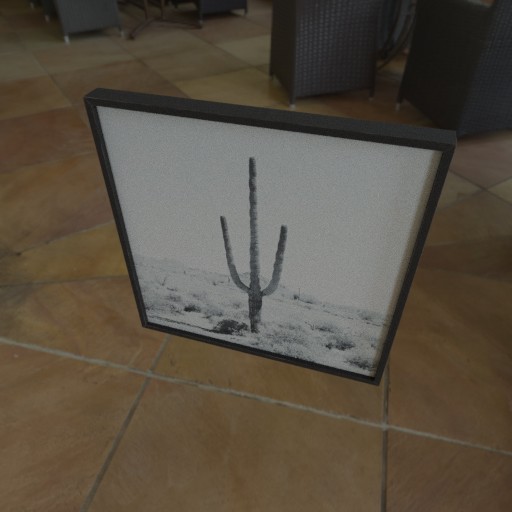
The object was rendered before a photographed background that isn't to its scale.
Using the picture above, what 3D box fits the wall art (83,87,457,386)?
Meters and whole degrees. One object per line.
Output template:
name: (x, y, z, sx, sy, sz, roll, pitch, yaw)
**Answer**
wall art: (0.000, 0.000, 0.760, 0.508, 0.508, 0.038, 11, 42, 13)
